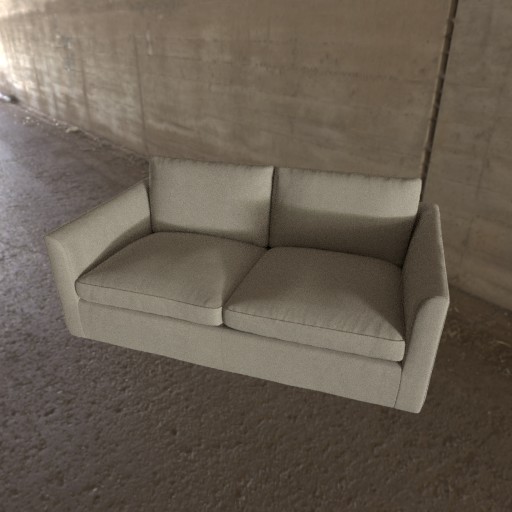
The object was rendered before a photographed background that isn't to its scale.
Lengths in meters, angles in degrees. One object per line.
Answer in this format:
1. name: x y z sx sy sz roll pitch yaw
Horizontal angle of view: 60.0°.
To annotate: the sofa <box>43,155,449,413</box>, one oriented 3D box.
1. sofa: 0.000 0.000 2.491 1.905 0.839 1.091 8 28 16
